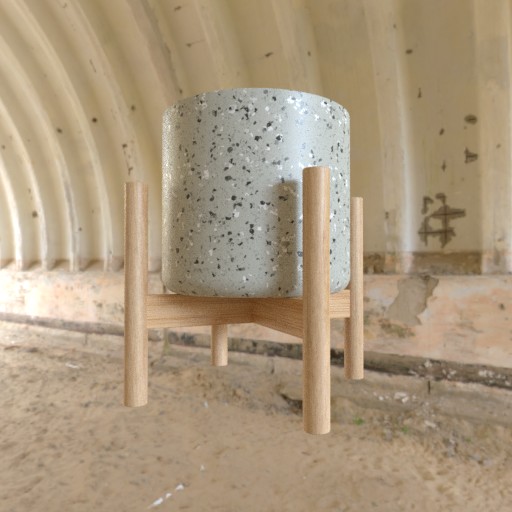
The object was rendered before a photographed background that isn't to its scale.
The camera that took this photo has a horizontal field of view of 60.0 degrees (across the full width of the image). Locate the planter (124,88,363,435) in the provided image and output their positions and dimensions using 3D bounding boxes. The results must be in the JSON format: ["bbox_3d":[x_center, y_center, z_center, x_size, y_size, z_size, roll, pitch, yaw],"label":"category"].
[{"bbox_3d":[0.000,0.000,0.535,0.284,0.320,0.284,0,-1,0],"label":"planter"}]
